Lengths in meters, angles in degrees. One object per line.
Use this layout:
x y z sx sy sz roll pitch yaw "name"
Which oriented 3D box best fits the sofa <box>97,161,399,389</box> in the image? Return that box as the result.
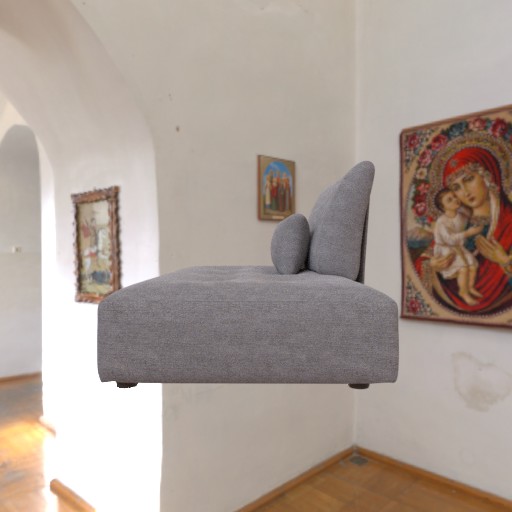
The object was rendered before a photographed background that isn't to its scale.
0.000 0.000 2.073 1.002 0.820 1.450 0 1 0 "sofa"
